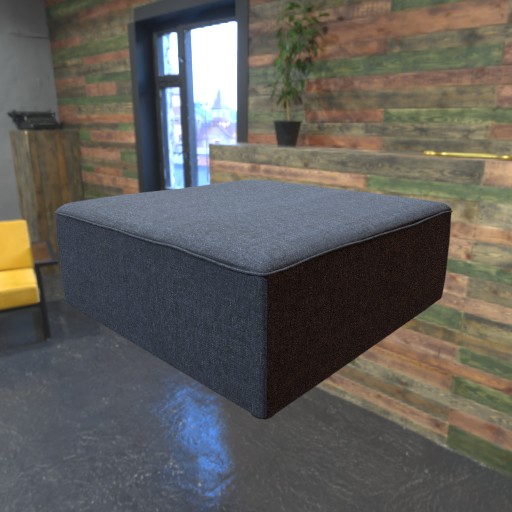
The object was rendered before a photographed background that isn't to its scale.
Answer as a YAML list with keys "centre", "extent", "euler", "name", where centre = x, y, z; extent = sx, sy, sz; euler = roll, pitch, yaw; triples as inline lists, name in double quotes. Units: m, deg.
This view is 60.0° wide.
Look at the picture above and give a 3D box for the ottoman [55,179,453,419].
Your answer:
- centre: [0.000, 0.000, 1.601]
  extent: [1.017, 0.423, 1.023]
  euler: [16, 23, 42]
  name: "ottoman"
